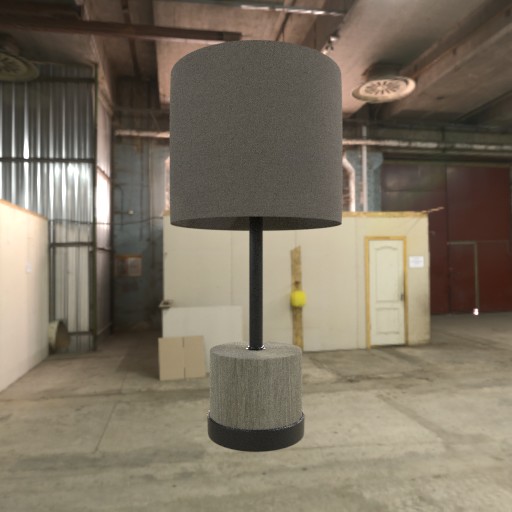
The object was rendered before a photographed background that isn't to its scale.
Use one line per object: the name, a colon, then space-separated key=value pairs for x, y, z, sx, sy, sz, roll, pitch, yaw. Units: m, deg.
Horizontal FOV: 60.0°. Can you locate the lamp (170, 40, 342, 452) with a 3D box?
lamp: x=0.000 y=0.000 z=0.595 sx=0.229 sy=0.470 sz=0.229 roll=0 pitch=-1 yaw=18
